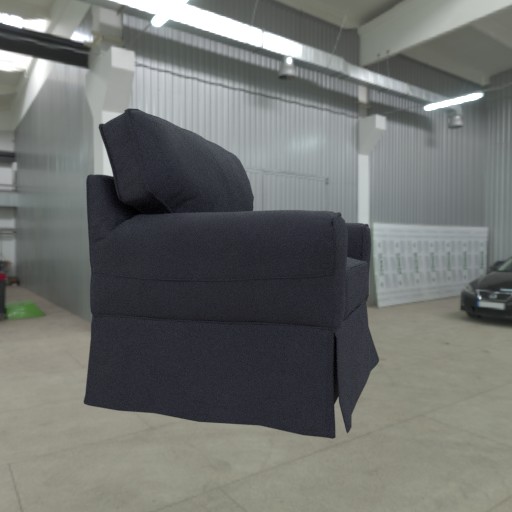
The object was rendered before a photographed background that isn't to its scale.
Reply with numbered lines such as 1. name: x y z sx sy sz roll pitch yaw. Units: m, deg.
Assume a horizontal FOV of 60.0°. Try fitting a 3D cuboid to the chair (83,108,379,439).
1. chair: 0.000 0.000 1.977 1.002 1.140 1.119 1 2 20
